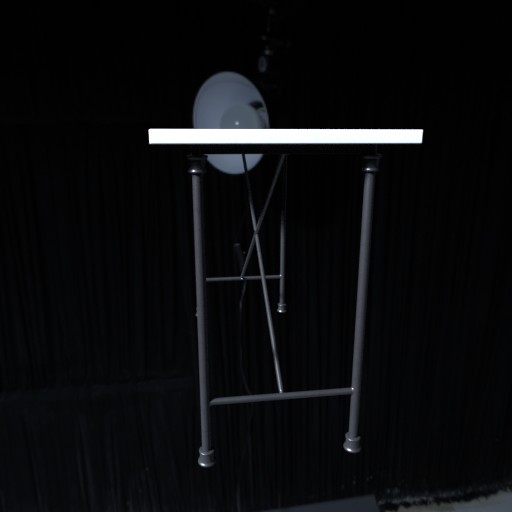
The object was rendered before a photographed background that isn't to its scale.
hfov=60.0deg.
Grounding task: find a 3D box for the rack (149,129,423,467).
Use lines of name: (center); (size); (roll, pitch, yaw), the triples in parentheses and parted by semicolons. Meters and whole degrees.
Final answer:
rack: (0.000, 0.000, 1.639); (0.613, 0.880, 1.159); (-2, 15, -8)
